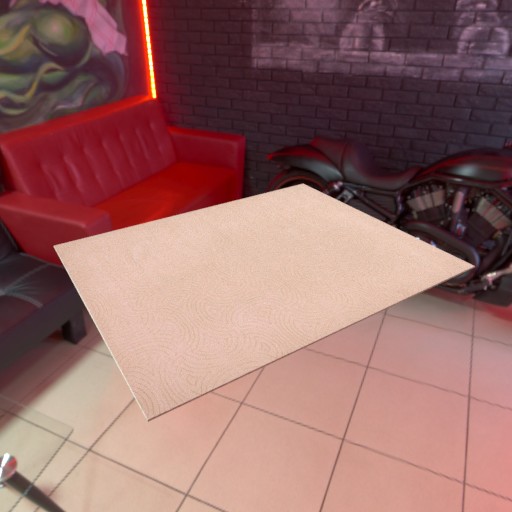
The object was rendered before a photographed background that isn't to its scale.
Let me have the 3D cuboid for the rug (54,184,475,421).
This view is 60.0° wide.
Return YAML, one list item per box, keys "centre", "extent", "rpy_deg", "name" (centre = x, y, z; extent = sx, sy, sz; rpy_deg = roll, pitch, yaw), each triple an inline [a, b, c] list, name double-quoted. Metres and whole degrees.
- centre: [0.000, 0.000, 3.469]
  extent: [2.584, 0.011, 2.073]
  rpy_deg: [-18, 35, -28]
  name: "rug"
